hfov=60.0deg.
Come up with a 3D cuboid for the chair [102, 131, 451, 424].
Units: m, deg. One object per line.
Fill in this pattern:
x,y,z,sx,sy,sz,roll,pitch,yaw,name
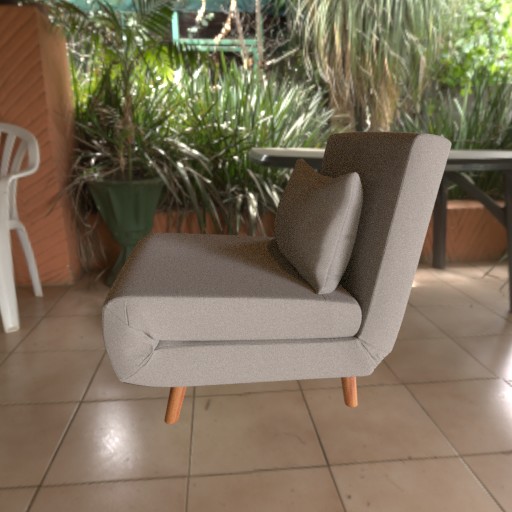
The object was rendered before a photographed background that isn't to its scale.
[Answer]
0.000,0.000,1.493,0.902,0.808,0.770,-2,15,-7,chair
